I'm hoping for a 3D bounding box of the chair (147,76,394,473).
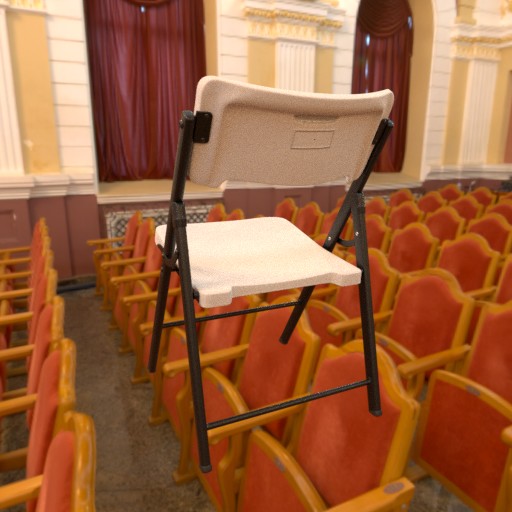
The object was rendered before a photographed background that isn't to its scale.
[{"bbox_3d":[0.000,0.000,1.120,0.482,0.765,0.577,-6,15,-25],"label":"chair"}]
